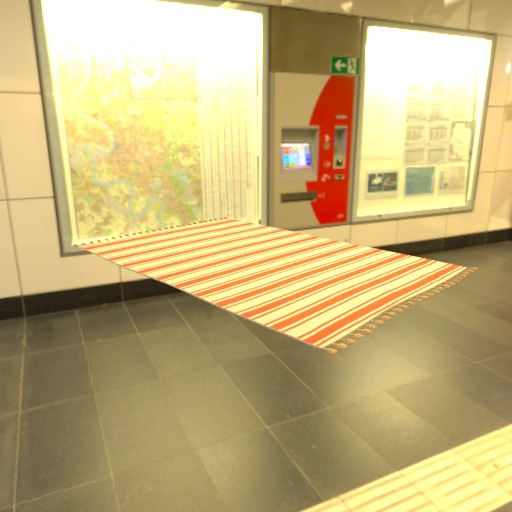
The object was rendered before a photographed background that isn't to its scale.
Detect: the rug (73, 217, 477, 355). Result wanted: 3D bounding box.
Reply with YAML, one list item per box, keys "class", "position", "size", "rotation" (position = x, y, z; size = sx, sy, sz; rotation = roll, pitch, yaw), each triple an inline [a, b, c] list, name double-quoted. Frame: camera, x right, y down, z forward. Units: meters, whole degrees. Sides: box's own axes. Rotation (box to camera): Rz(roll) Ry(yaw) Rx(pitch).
- class: "rug"
  position: [0.000, 0.000, 3.084]
  size: [1.556, 0.022, 2.433]
  rotation: [-15, 22, -43]
